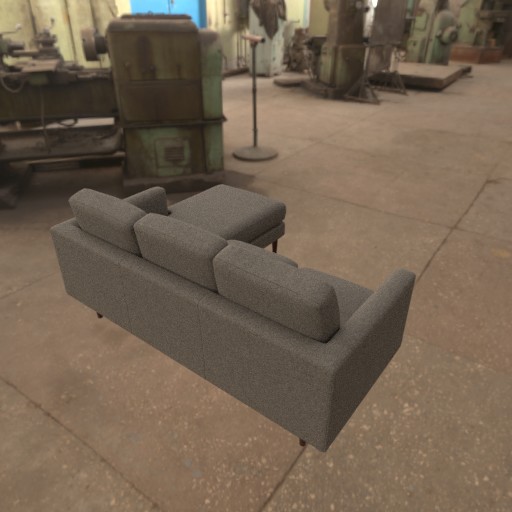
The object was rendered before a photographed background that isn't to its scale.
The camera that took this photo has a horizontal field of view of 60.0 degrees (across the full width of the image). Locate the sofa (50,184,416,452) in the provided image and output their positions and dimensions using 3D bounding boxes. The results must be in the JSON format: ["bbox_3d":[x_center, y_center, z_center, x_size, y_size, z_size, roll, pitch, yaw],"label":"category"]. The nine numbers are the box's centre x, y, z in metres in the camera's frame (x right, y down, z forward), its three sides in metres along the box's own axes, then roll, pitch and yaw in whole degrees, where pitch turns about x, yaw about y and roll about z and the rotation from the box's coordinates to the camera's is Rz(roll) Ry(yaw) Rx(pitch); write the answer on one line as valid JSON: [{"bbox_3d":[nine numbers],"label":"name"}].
[{"bbox_3d":[0.000,0.000,2.952,2.055,0.957,1.667,21,37,32],"label":"sofa"}]
